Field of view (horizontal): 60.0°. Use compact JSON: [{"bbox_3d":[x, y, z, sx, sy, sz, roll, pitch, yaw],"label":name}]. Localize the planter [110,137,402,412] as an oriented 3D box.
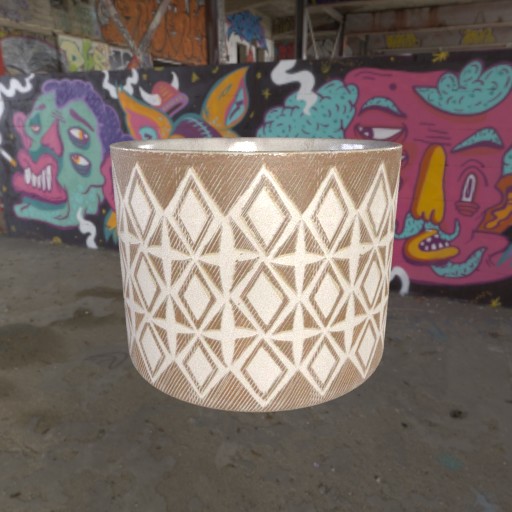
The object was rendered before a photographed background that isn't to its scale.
[{"bbox_3d":[0.000,0.000,0.330,0.193,0.165,0.193,0,17,0],"label":"planter"}]
